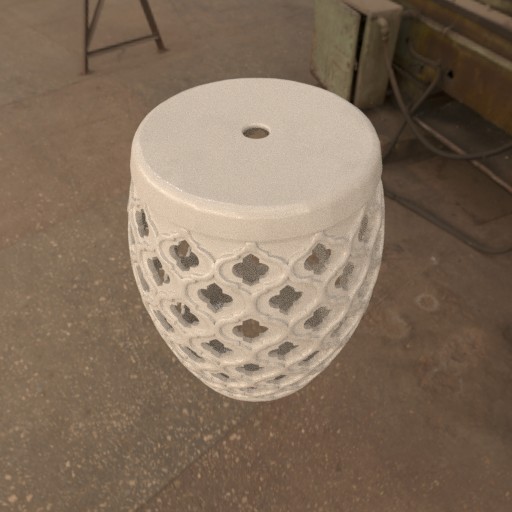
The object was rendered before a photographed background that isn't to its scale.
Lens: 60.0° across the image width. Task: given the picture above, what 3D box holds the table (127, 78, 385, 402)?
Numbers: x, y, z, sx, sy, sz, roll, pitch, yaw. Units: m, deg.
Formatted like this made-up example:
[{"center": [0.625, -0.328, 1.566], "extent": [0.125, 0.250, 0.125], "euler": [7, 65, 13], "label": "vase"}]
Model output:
[{"center": [0.000, 0.000, 0.610], "extent": [0.325, 0.388, 0.325], "euler": [0, 47, 0], "label": "table"}]
